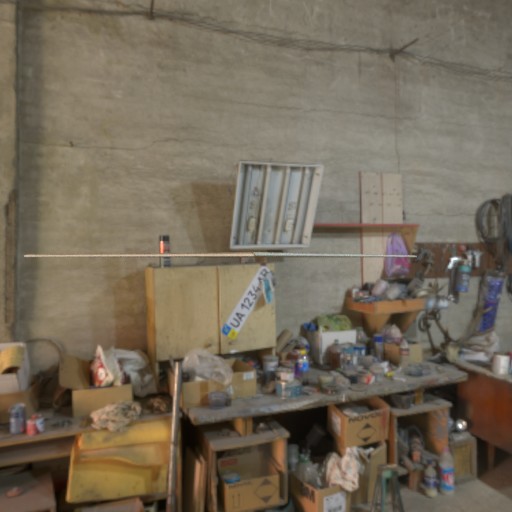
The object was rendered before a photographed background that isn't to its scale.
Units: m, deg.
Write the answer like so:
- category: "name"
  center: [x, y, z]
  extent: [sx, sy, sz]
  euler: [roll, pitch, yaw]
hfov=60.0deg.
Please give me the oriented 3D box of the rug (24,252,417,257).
- category: "rug"
  center: [0.000, 0.000, 2.368]
  extent: [1.219, 0.012, 1.839]
  euler: [0, 0, 34]
